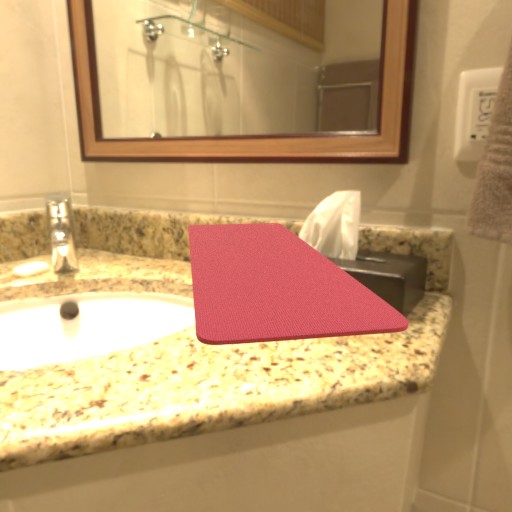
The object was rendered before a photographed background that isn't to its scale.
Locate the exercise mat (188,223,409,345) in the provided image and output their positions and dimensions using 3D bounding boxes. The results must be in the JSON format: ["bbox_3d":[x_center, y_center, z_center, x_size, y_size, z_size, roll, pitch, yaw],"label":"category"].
[{"bbox_3d":[0.000,0.000,2.101,0.616,0.021,1.884,-2,14,-9],"label":"exercise mat"}]
